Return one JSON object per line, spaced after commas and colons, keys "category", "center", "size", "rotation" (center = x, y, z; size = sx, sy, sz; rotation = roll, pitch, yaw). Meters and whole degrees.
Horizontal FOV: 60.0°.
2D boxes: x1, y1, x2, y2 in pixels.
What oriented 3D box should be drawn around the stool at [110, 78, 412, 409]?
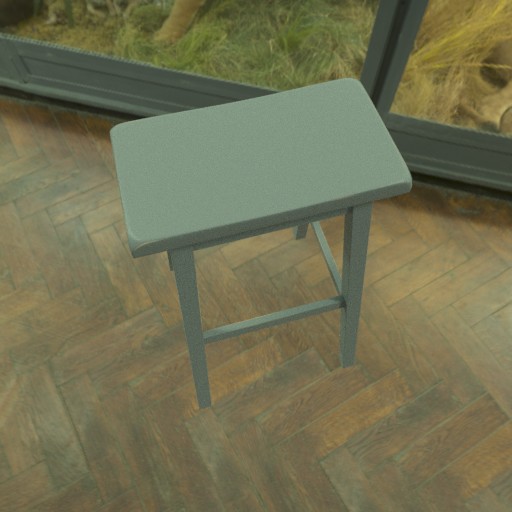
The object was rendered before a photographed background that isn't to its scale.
{"category": "stool", "center": [0.000, 0.000, 1.037], "size": [0.457, 0.737, 0.476], "rotation": [-14, 64, -7]}
